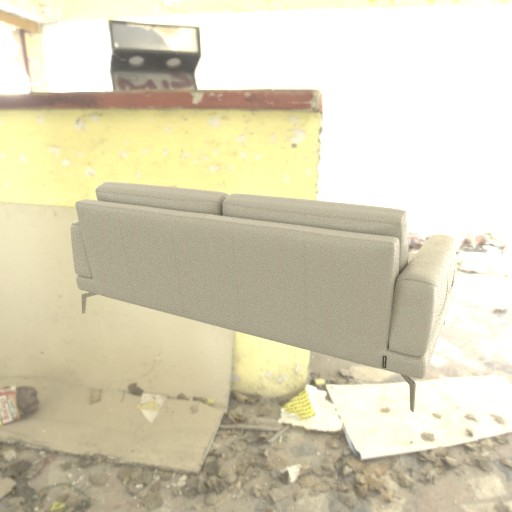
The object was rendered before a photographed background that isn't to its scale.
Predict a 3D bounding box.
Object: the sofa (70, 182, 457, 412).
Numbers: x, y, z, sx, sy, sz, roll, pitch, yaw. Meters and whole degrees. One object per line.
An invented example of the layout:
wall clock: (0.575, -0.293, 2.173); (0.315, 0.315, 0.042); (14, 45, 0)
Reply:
sofa: (0.000, 0.000, 2.398); (1.940, 0.765, 0.974); (9, 20, 28)
